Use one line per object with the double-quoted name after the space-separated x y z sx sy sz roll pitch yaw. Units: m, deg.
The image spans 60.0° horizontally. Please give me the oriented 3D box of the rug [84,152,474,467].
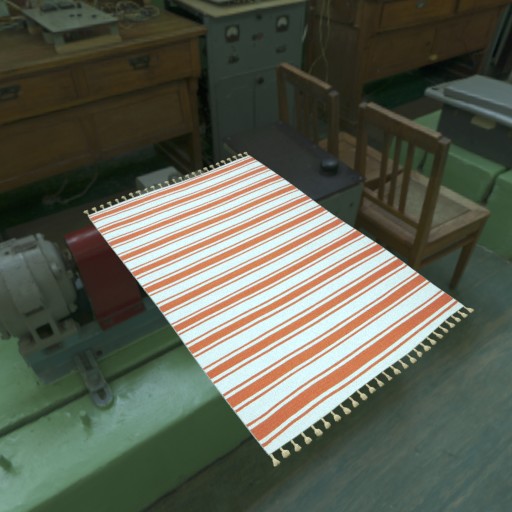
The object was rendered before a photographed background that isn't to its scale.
0.000 0.000 3.071 1.556 0.022 2.433 -26 49 -26 "rug"
